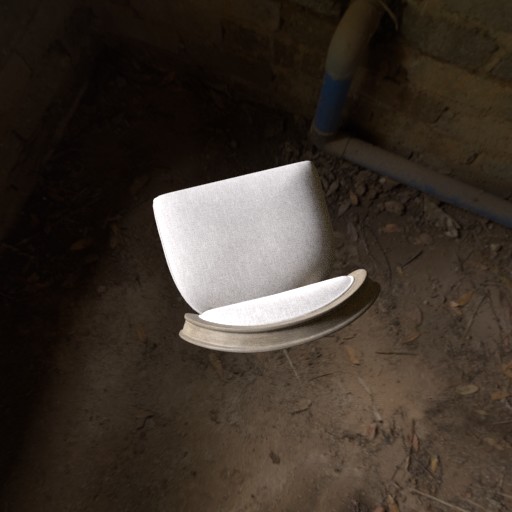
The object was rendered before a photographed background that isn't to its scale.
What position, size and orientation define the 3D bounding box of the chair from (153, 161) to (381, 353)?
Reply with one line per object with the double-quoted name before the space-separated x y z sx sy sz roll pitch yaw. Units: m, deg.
"chair" 0.000 0.000 1.308 0.558 0.990 0.602 -14 75 -4
